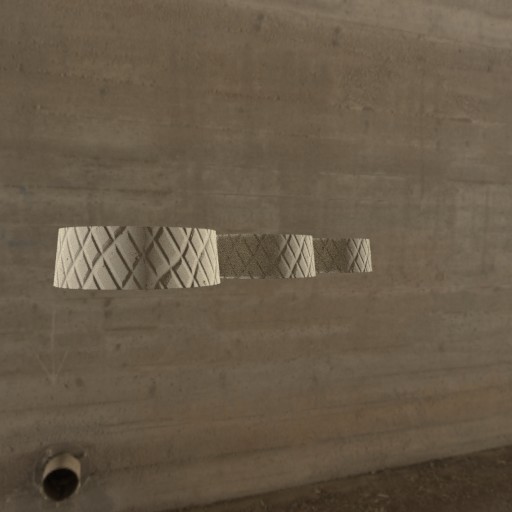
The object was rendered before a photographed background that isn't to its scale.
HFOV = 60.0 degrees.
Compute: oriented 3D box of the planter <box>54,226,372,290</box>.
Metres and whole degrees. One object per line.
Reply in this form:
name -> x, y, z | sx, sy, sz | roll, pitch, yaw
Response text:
planter -> 0.000, 0.000, 0.428 | 0.114, 0.038, 0.390 | 0, 1, 37
